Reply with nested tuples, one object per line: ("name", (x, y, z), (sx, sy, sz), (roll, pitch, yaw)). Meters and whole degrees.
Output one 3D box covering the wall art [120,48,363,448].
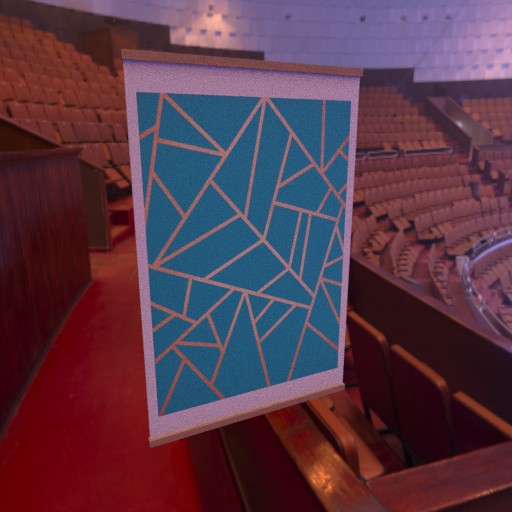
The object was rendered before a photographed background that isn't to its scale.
("wall art", (0.000, 0.000, 1.861), (0.990, 1.519, 0.030), (-7, 17, -25))
